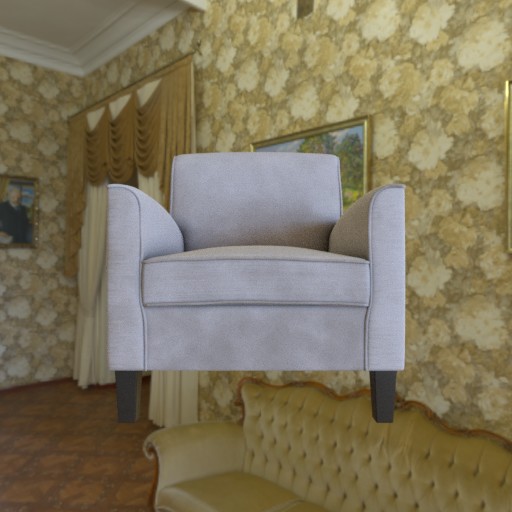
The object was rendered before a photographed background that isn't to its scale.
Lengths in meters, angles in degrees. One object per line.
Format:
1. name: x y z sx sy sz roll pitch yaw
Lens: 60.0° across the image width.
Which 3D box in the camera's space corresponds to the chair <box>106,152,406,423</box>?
1. chair: 0.000 0.000 1.583 0.820 0.915 0.821 0 0 0
